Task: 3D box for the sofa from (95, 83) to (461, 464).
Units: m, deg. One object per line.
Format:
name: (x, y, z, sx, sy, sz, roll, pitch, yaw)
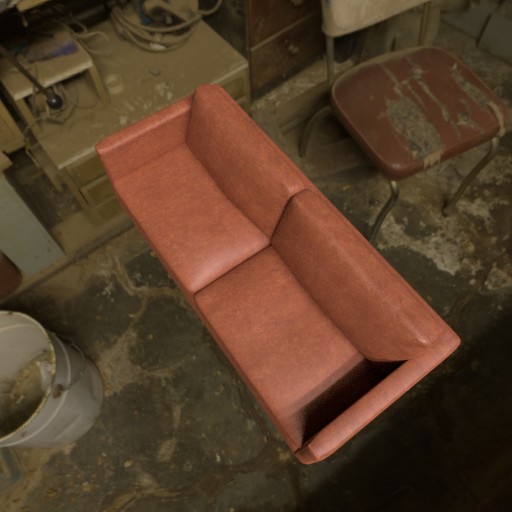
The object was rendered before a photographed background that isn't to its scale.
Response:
sofa: (0.000, 0.000, 2.703, 0.950, 0.932, 2.204, -33, 68, -15)
